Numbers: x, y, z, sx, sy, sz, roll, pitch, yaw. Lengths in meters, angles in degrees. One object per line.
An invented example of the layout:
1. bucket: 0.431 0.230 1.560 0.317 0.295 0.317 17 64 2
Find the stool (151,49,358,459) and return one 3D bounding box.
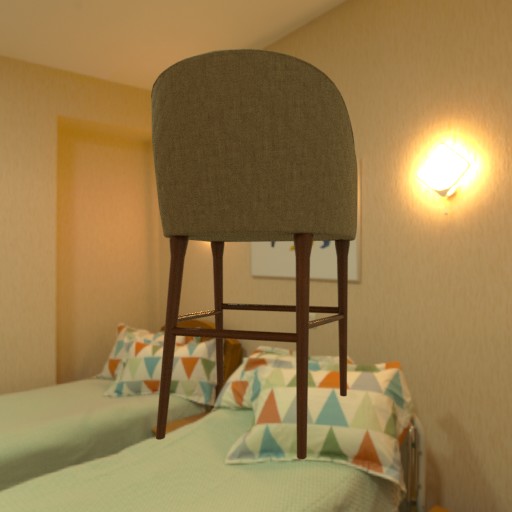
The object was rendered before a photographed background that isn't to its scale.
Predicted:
1. stool: 0.000 0.000 1.327 0.559 0.952 0.635 0 0 17
